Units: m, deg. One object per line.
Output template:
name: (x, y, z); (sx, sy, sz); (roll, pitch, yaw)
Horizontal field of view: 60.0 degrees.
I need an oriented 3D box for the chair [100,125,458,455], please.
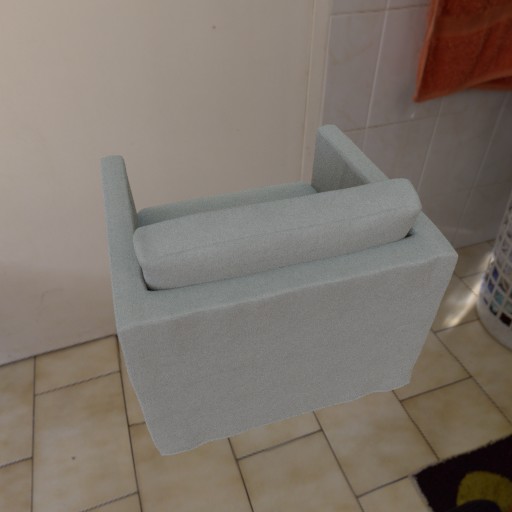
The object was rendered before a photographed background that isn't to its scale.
chair: (0.000, 0.000, 1.728); (1.057, 0.863, 0.949); (-12, 43, -13)
